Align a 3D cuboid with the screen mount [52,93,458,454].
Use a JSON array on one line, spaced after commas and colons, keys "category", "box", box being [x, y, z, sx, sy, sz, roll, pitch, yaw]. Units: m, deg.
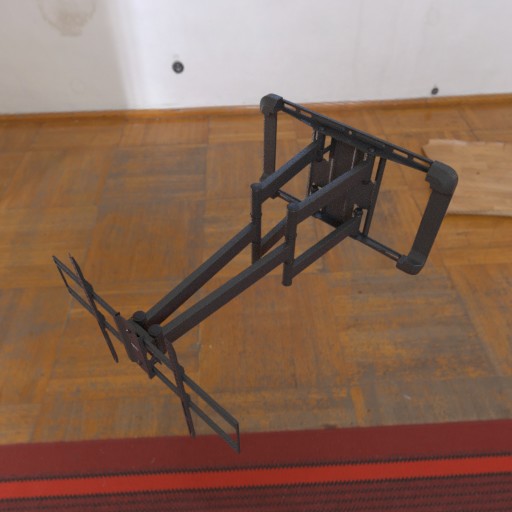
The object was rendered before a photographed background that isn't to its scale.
[{"category": "screen mount", "box": [0.000, 0.000, 1.335, 0.725, 0.483, 0.905, 33, 55, 28]}]
